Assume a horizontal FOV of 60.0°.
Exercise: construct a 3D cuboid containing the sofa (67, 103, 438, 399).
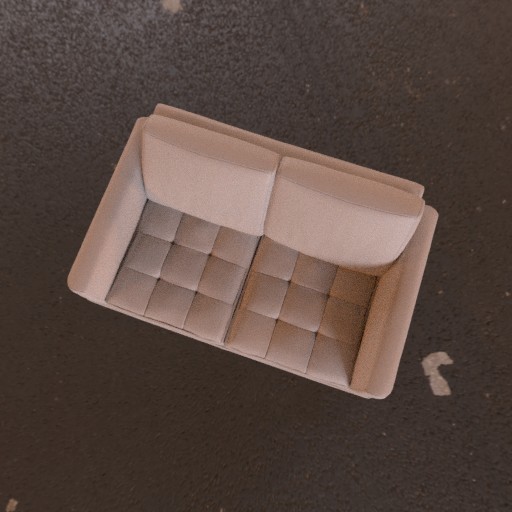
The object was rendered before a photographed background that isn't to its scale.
[{"bbox_3d":[0.000,0.000,2.530,1.819,0.930,1.121,18,77,4],"label":"sofa"}]
